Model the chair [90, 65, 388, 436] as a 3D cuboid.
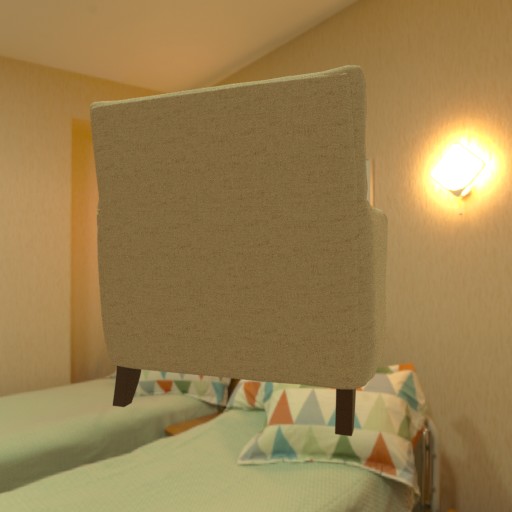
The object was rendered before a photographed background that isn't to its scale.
[{"bbox_3d":[0.000,0.000,1.575,0.870,0.943,0.823,0,-1,19],"label":"chair"}]
